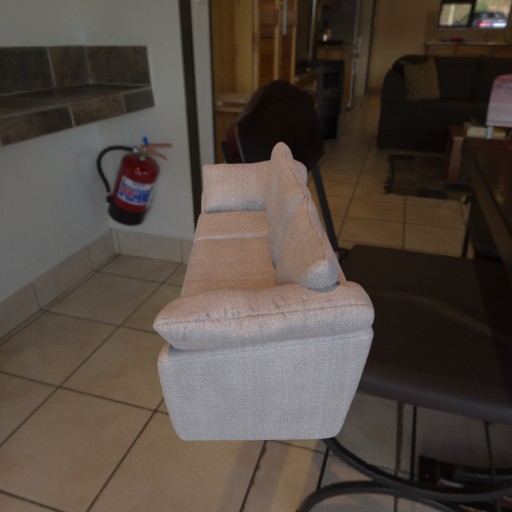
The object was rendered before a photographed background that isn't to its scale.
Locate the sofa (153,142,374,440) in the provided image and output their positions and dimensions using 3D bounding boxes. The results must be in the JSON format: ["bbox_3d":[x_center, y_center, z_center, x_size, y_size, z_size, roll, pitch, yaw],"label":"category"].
[{"bbox_3d":[0.000,0.000,2.809,0.878,0.996,2.334,-1,26,-1],"label":"sofa"}]
